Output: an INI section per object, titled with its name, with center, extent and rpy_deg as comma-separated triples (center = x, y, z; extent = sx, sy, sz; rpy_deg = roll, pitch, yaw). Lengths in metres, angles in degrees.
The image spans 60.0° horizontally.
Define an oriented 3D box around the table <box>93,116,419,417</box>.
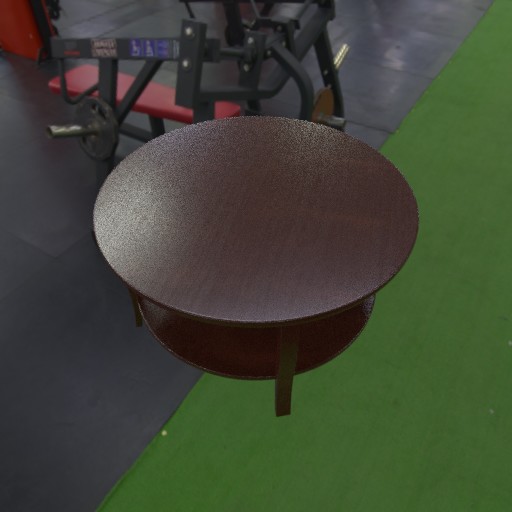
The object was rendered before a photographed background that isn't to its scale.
[table]
center = 0.000, 0.000, 1.457
extent = 0.911, 0.512, 0.911
rpy_deg = 0, 45, 0
